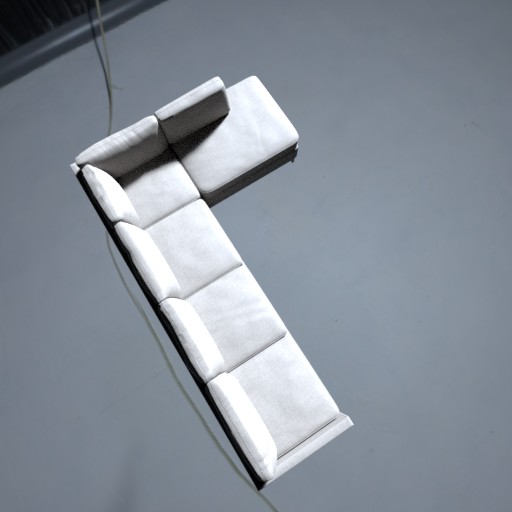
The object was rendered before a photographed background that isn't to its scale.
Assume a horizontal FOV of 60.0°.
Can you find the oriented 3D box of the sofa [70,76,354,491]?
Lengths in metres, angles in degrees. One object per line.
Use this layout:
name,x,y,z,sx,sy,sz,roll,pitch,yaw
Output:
sofa,0.000,0.000,4.177,2.077,0.964,3.331,-32,77,-8
